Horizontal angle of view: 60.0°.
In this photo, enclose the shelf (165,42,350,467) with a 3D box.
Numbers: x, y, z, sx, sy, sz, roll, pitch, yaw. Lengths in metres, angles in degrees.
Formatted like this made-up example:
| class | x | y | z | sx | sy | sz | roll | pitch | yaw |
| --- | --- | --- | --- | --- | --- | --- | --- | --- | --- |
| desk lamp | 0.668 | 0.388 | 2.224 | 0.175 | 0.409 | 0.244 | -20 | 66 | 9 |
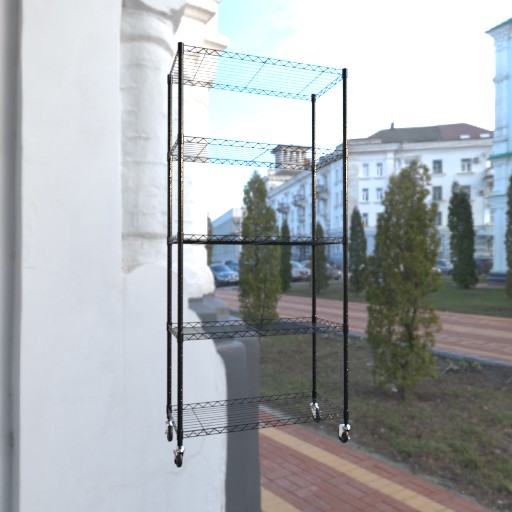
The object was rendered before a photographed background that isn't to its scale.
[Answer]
| class | x | y | z | sx | sy | sz | roll | pitch | yaw |
| --- | --- | --- | --- | --- | --- | --- | --- | --- | --- |
| shelf | 0.000 | 0.000 | 1.972 | 0.762 | 1.645 | 0.356 | 0 | -1 | -19 |
